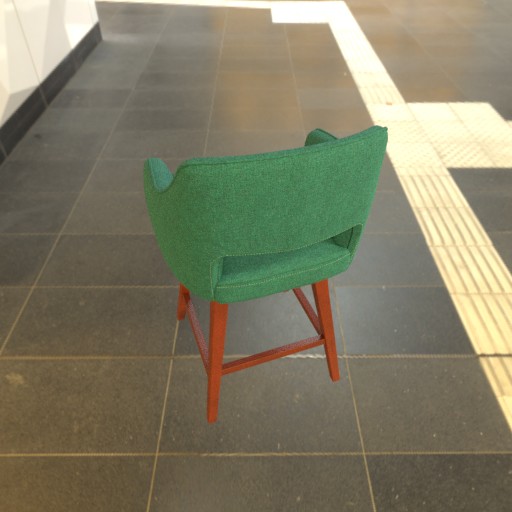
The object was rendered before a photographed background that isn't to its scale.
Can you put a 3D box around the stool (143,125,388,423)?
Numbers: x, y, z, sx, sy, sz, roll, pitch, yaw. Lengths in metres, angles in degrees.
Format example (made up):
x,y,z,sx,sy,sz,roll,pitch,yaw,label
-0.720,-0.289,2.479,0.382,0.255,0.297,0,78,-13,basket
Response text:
x,y,z,sx,sy,sz,roll,pitch,yaw,label
0.000,0.000,1.305,0.548,0.961,0.556,-14,44,-15,stool
